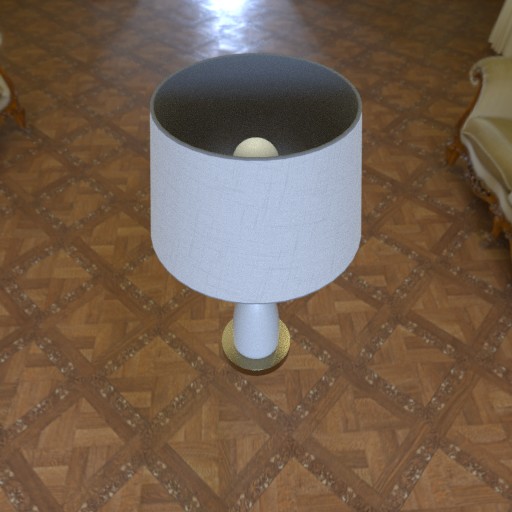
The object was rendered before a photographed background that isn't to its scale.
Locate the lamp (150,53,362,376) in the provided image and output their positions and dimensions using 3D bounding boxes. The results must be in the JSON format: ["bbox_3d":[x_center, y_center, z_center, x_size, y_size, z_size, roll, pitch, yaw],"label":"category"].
[{"bbox_3d":[0.000,0.000,0.716,0.309,0.545,0.309,0,47,0],"label":"lamp"}]
